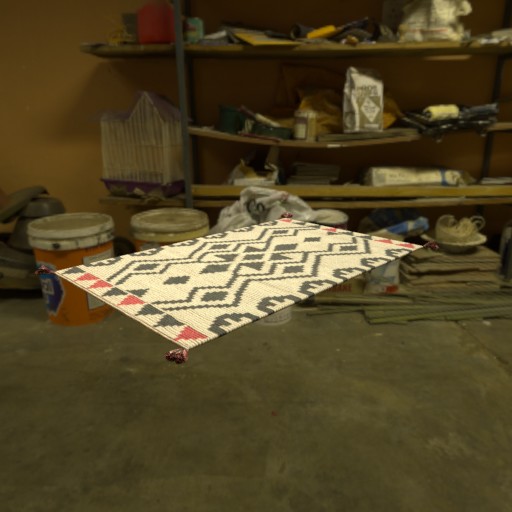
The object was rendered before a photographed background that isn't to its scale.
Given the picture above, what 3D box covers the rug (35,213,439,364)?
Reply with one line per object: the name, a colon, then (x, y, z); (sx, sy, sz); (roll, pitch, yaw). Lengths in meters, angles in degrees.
rug: (0.000, 0.000, 3.372); (1.741, 0.066, 2.672); (17, 24, 42)
